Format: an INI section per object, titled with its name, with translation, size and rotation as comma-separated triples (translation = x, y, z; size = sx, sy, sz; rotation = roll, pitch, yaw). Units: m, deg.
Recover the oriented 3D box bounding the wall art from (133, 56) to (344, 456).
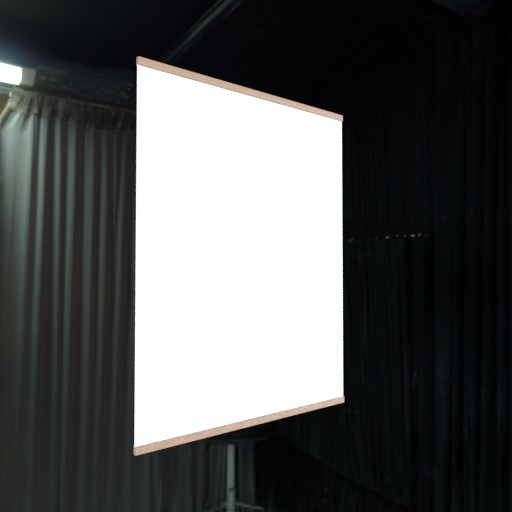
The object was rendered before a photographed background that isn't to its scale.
[wall art]
translation = 0.000, 0.000, 1.355
size = 0.758, 1.016, 0.013
rotation = 1, -2, -36
